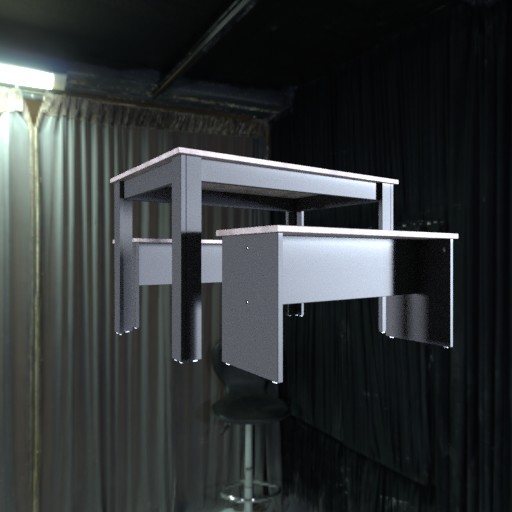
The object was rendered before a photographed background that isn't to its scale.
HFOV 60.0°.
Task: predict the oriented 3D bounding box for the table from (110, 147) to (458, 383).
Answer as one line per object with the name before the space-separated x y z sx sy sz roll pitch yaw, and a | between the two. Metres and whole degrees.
table | 0.000 0.000 2.024 1.100 0.700 1.443 0 0 -35
